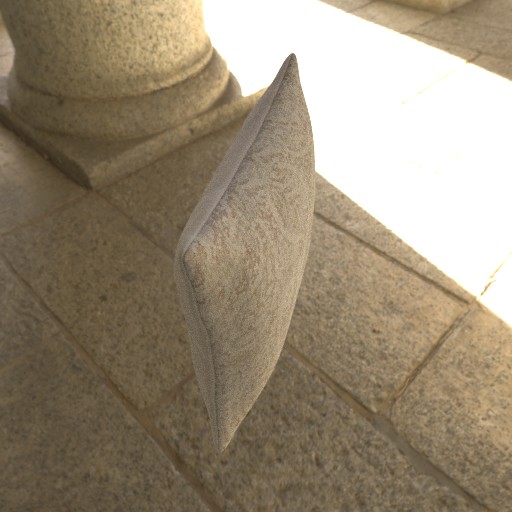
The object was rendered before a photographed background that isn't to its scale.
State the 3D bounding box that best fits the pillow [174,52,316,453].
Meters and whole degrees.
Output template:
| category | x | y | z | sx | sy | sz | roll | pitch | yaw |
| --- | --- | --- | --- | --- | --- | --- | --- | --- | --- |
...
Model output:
| category | x | y | z | sx | sy | sz | roll | pitch | yaw |
| --- | --- | --- | --- | --- | --- | --- | --- | --- | --- |
| pillow | 0.000 | 0.000 | 0.789 | 0.166 | 0.510 | 0.523 | 12 | 48 | 11 |
